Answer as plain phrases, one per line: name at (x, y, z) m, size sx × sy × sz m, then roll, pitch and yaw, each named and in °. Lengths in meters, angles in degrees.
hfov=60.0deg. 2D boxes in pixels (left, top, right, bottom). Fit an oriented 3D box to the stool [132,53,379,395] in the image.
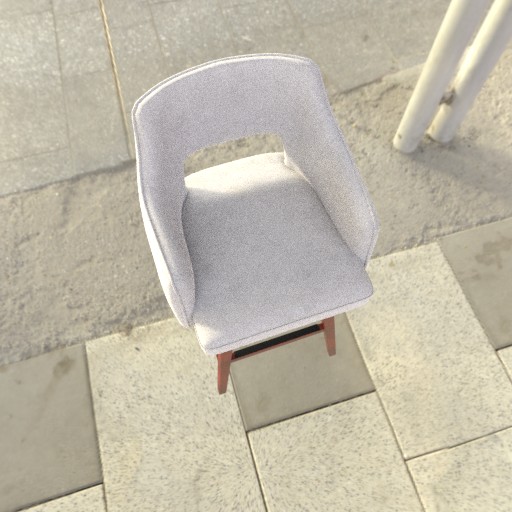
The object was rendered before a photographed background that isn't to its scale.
stool at (0.000, 0.000, 1.348) m, size 0.548 × 1.012 × 0.558 m, roll -17°, pitch 65°, yaw -8°
